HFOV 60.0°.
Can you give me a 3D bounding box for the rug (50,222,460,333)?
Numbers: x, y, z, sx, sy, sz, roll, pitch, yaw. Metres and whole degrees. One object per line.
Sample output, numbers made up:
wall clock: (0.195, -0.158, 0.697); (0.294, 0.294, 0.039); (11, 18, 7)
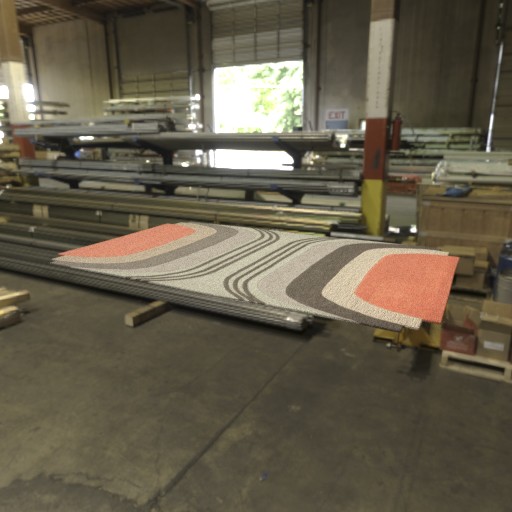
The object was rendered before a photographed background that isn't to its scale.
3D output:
rug: (0.000, 0.000, 2.986); (2.446, 0.017, 1.530); (8, 17, 27)
